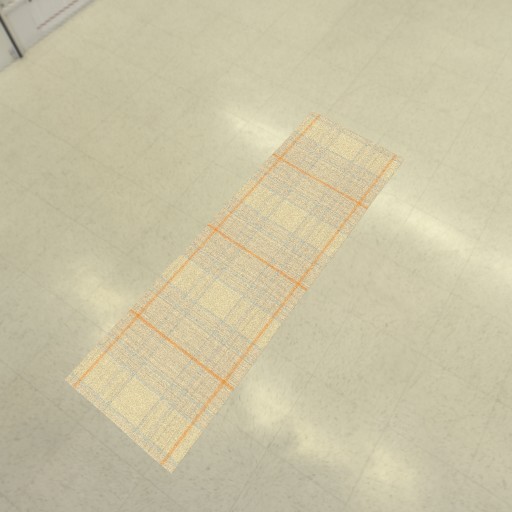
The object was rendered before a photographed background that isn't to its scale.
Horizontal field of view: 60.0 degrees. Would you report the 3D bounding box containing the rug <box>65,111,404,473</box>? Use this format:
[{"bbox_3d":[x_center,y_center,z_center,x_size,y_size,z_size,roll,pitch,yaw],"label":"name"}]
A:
[{"bbox_3d":[0.000,0.000,2.738,0.770,0.016,2.442,33,68,16],"label":"rug"}]
